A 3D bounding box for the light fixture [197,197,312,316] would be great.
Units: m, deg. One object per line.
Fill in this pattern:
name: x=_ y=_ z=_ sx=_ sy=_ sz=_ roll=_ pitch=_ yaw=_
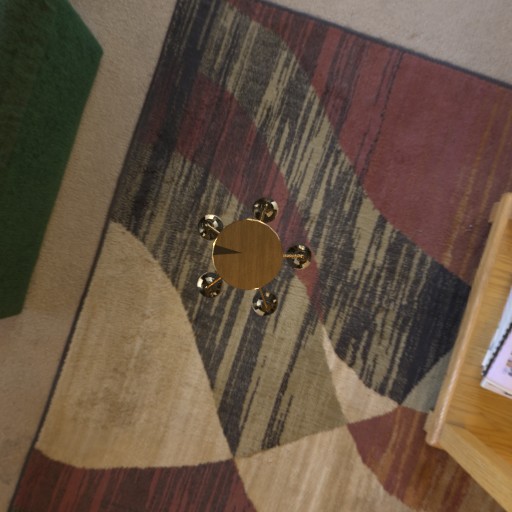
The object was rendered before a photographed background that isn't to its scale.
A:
light fixture: x=0.000 y=0.000 z=1.181 sx=0.421 sy=0.988 sz=0.438 roll=0 pitch=90 yaw=-1
